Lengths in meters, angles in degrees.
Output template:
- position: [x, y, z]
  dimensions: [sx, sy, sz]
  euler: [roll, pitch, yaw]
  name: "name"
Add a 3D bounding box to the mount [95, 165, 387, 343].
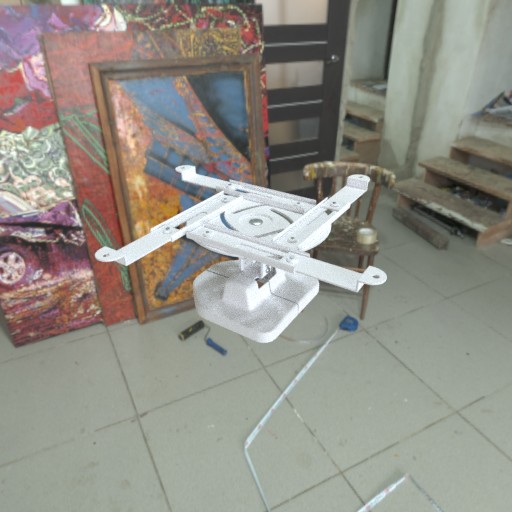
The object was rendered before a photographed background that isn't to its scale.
- position: [0.000, 0.000, 0.611]
  dimensions: [0.394, 0.141, 0.394]
  euler: [18, 35, 28]
  name: "mount"
